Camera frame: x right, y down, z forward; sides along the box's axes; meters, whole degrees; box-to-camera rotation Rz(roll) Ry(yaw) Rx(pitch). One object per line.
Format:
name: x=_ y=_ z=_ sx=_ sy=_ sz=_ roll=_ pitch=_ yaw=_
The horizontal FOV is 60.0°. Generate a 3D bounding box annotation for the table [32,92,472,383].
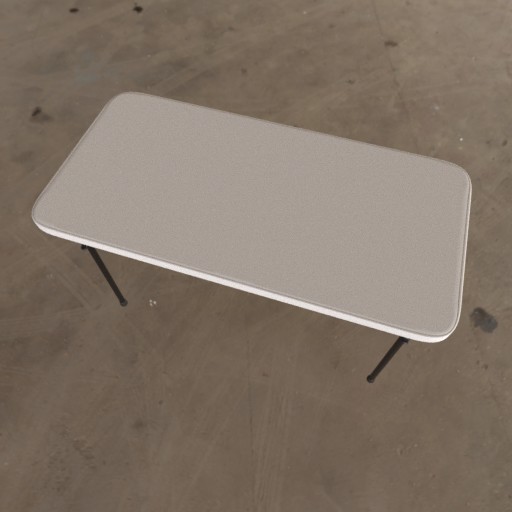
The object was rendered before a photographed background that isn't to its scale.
table: x=0.000 y=0.000 z=1.628 sx=1.219 sy=0.729 sz=0.610 roll=15 pitch=60 yaw=9
